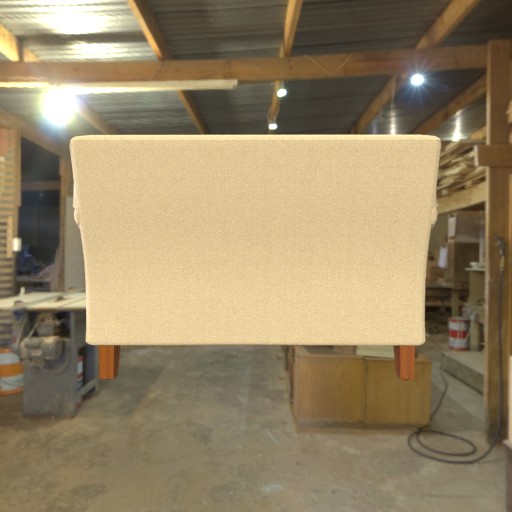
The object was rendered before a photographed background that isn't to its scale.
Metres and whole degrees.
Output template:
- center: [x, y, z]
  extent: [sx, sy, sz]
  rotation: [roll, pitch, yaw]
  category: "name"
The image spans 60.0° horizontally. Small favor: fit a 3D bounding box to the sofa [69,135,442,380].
- center: [0.000, 0.000, 2.229]
  extent: [1.508, 1.048, 1.087]
  rotation: [0, 0, 0]
  category: "sofa"
